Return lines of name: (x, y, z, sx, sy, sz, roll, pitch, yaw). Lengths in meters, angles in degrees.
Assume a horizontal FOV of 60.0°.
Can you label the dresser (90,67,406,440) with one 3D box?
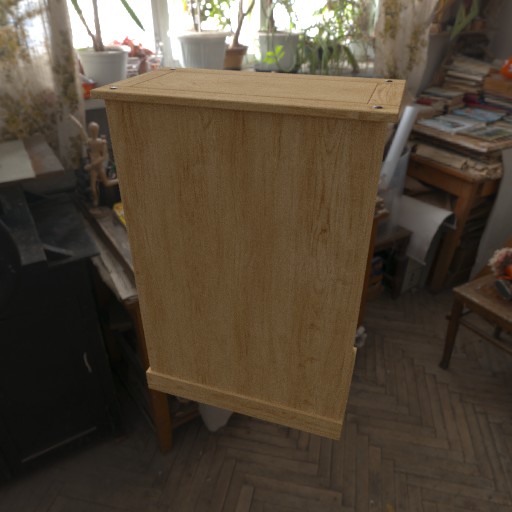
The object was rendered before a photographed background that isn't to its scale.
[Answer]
dresser: (0.000, 0.000, 1.766, 0.915, 1.300, 0.485, 10, 33, 16)
